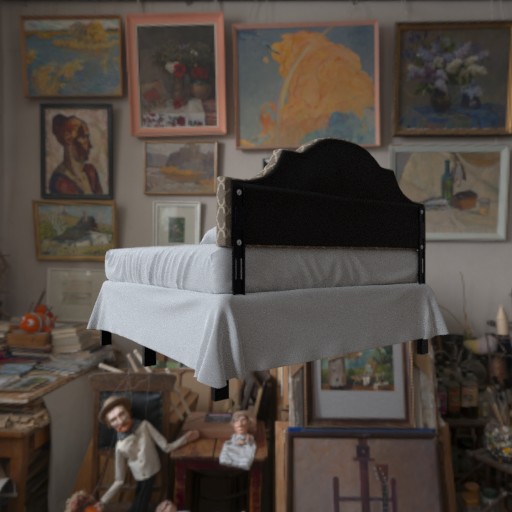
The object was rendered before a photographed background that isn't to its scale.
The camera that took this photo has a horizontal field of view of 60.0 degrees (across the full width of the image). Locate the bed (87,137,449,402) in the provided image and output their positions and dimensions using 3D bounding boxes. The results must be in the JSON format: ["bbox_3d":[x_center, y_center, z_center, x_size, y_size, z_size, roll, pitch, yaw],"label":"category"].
[{"bbox_3d":[0.000,0.000,3.800,2.314,1.601,2.222,0,0,-37],"label":"bed"}]
